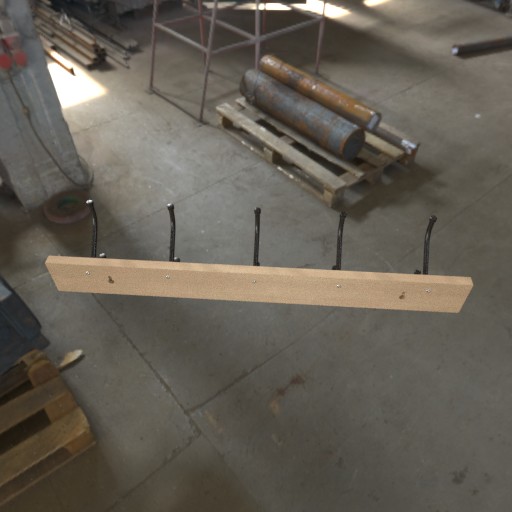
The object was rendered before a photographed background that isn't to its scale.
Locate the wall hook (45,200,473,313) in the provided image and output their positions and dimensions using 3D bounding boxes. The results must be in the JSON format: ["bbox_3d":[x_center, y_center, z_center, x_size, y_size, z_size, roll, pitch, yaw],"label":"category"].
[{"bbox_3d":[0.000,0.000,0.615,0.571,0.117,0.071,3,46,3],"label":"wall hook"}]
